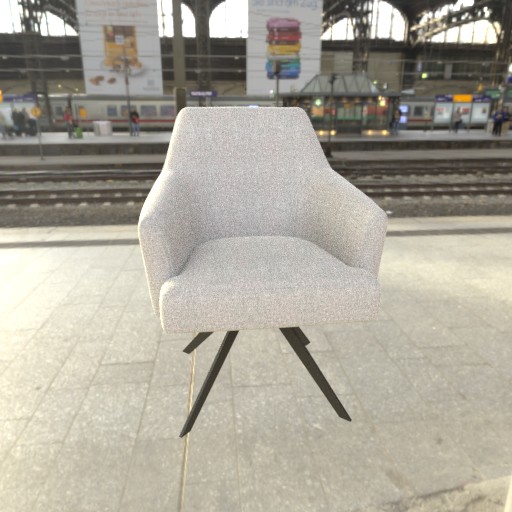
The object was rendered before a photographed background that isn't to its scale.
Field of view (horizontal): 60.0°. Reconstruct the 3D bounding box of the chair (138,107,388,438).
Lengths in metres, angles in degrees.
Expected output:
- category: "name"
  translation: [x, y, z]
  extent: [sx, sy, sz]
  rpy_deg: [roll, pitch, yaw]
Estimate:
- category: "chair"
  translation: [0.000, 0.000, 1.351]
  extent: [0.642, 0.874, 0.677]
  rpy_deg: [-2, 18, -8]
